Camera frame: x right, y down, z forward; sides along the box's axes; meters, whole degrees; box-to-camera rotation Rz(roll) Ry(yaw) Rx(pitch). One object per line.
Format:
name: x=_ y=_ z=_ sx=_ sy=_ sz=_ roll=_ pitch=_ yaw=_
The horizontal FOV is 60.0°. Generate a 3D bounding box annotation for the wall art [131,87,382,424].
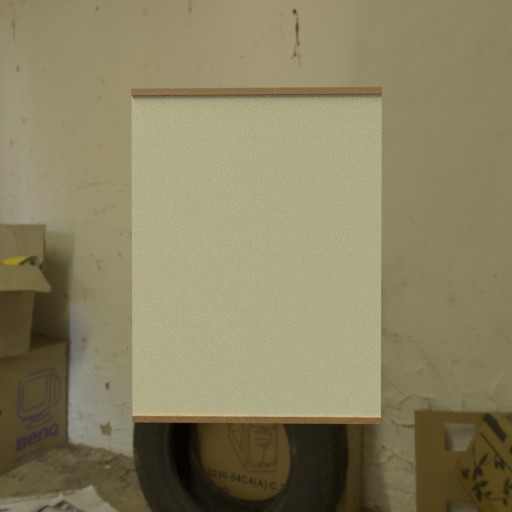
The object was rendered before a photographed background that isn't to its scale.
wall art: x=0.000 y=0.000 z=1.350 sx=0.758 sy=1.016 sz=0.013 roll=0 pitch=1 yaw=1
